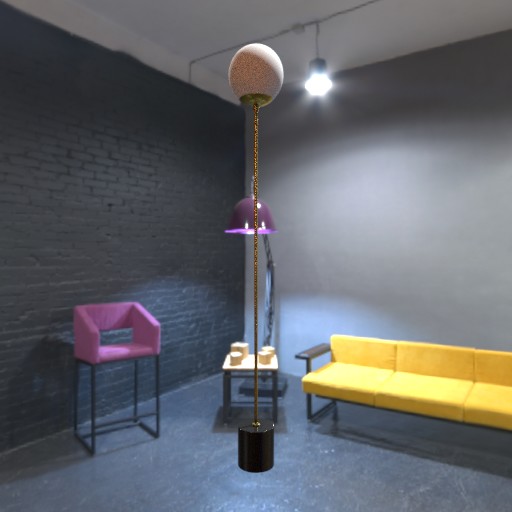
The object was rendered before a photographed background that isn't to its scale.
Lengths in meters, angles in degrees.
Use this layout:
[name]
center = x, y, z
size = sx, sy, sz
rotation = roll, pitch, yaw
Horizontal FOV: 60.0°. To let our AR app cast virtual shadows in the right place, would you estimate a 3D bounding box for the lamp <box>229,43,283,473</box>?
[lamp]
center = 0.000, 0.000, 1.855
size = 0.229, 1.748, 0.229
rotation = 0, 1, 36
